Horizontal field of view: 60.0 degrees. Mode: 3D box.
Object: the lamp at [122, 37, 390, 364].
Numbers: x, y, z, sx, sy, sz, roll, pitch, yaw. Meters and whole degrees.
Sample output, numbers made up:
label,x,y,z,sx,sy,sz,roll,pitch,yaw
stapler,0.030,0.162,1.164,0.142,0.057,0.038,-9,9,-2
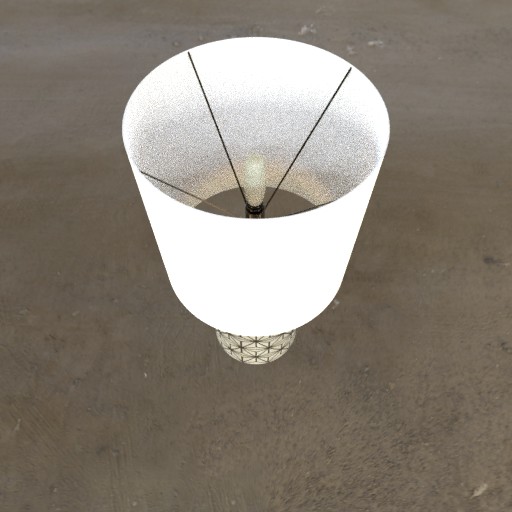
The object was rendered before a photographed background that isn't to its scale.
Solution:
label,x,y,z,sx,sy,sz,roll,pitch,yaw
lamp,0.000,0.000,0.522,0.206,0.416,0.206,-31,63,-18
